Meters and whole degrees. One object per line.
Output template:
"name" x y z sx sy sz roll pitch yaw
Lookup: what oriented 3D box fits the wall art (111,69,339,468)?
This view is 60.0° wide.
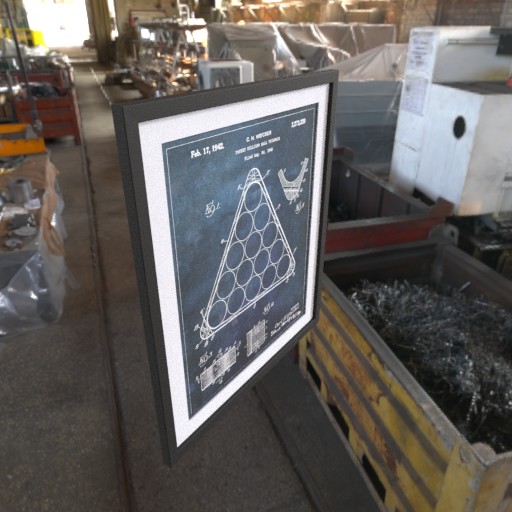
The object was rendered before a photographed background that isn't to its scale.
"wall art" 0.000 0.000 1.177 0.028 0.863 0.755 19 33 31
